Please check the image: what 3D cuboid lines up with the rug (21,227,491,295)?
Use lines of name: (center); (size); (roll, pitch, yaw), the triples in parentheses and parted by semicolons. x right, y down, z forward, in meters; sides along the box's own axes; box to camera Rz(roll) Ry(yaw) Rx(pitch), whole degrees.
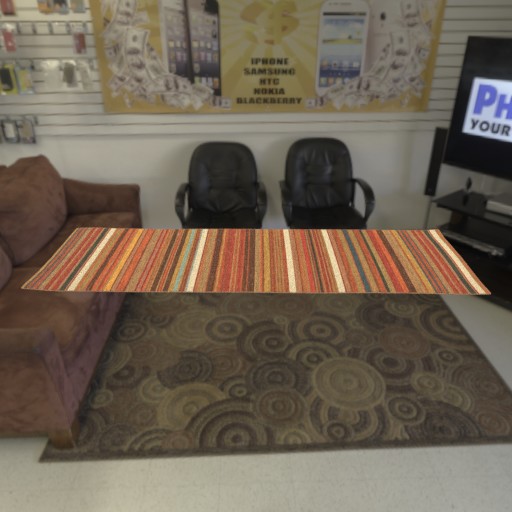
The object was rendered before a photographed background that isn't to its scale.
rug: (0.000, 0.000, 2.646); (2.444, 0.030, 0.799); (0, 28, 1)
